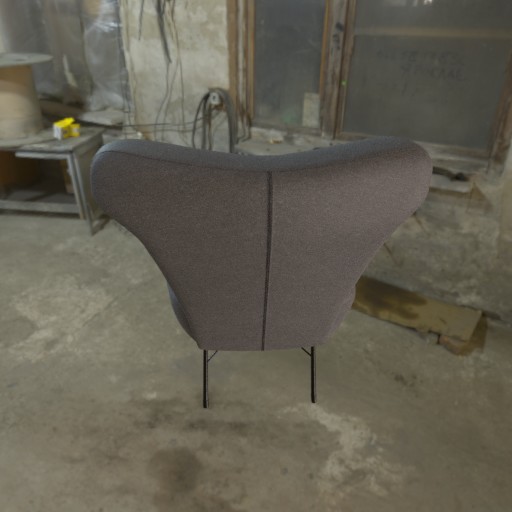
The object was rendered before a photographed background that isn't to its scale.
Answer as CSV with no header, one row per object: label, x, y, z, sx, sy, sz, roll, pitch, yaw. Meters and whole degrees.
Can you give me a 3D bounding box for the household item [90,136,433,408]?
household item,0.000,0.000,1.751,0.980,1.050,0.900,-2,29,-3
